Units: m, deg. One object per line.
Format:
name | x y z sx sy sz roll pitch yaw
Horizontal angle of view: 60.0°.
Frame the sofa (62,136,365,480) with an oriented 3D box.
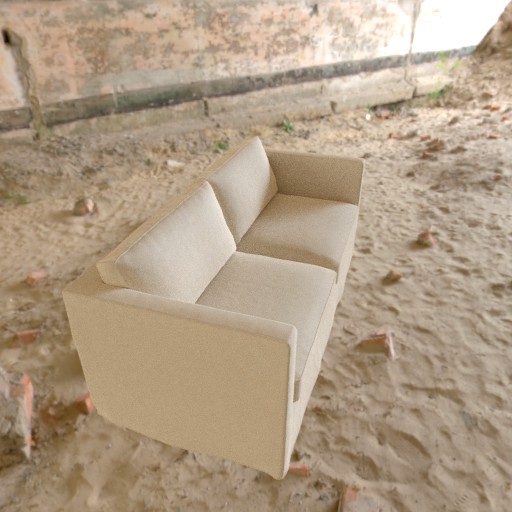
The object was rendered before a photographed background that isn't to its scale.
sofa | 0.000 0.000 2.510 0.940 0.870 1.987 10 33 16
